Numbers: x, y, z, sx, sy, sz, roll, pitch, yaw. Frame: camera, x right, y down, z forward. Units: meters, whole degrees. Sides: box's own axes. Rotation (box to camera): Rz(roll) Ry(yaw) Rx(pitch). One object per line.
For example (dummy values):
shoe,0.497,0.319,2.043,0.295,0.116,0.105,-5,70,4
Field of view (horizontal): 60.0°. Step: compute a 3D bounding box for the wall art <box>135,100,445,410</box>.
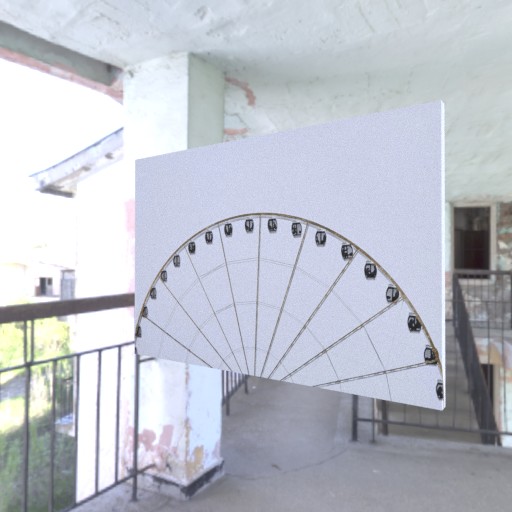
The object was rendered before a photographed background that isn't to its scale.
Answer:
wall art,0.000,0.000,1.436,1.144,0.767,0.038,0,-1,35
